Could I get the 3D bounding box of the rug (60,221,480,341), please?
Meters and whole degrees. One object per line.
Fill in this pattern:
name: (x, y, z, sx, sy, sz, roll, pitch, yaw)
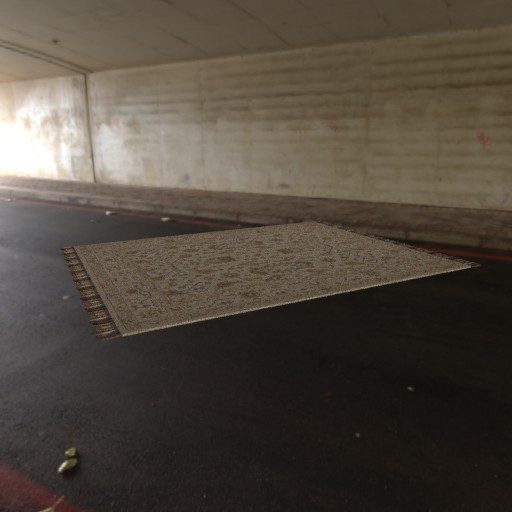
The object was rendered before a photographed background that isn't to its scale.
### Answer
rug: (0.000, 0.000, 2.238, 1.726, 0.009, 1.278, -8, 17, -27)
